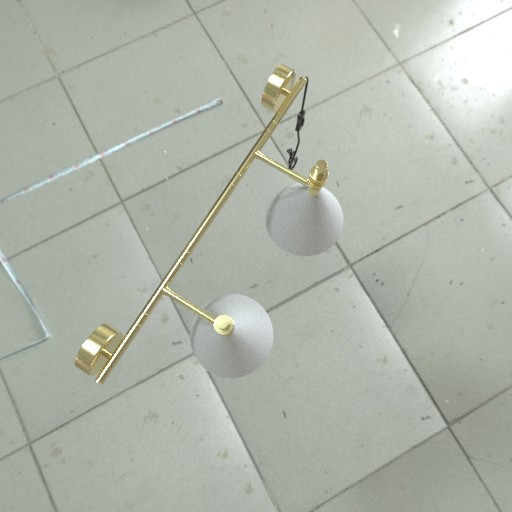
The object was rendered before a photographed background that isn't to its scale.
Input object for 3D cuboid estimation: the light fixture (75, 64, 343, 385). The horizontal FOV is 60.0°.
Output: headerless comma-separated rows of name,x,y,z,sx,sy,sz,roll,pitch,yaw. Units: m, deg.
light fixture,0.000,0.000,0.863,0.239,0.468,0.642,31,78,7
